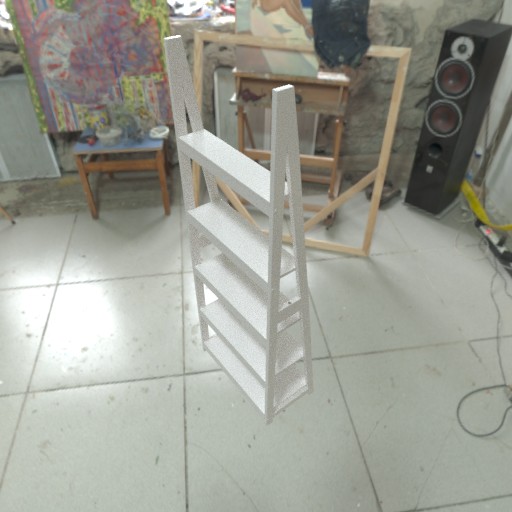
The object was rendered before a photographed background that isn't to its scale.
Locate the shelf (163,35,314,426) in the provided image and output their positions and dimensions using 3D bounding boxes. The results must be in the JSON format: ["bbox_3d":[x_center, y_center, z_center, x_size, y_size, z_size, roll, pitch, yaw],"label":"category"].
[{"bbox_3d":[0.000,0.000,2.036,0.341,1.779,0.636,-27,48,-27],"label":"shelf"}]
